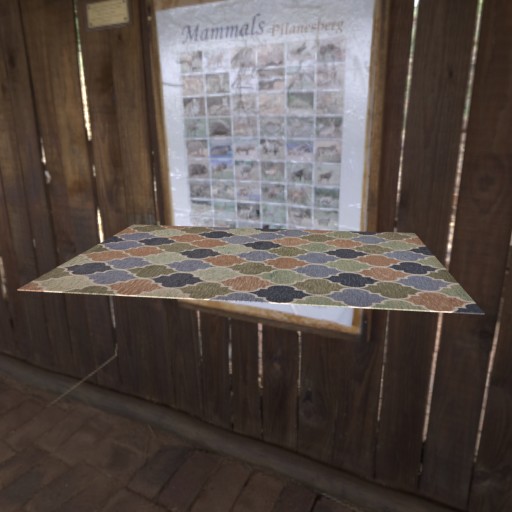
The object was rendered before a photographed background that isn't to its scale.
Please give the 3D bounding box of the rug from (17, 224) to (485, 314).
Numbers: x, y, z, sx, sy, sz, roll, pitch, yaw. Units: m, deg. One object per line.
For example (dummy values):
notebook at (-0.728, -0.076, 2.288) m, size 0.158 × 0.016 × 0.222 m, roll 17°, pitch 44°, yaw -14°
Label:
rug at (0.000, 0.000, 2.867) m, size 2.284 × 0.006 × 1.521 m, roll 2°, pitch 17°, yaw 7°
